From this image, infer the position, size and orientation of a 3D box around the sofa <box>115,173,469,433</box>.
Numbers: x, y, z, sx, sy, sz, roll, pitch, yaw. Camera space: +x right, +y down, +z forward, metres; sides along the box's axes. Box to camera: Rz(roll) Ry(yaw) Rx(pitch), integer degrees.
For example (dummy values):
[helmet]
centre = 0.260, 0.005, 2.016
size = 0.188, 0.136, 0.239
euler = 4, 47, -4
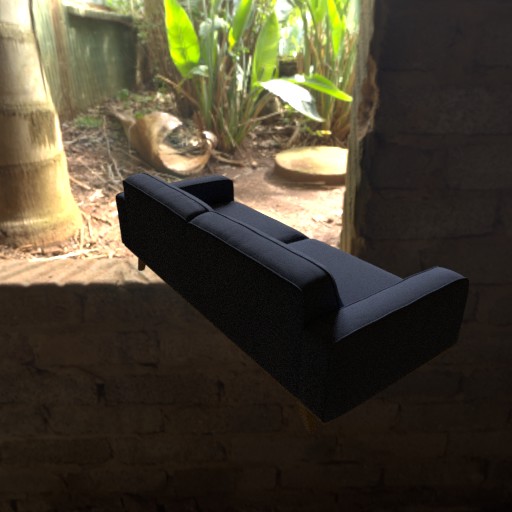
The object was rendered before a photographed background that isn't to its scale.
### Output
[sofa]
centre = 0.000, 0.000, 2.763
size = 0.953, 0.782, 2.270
euler = -18, 31, -32
